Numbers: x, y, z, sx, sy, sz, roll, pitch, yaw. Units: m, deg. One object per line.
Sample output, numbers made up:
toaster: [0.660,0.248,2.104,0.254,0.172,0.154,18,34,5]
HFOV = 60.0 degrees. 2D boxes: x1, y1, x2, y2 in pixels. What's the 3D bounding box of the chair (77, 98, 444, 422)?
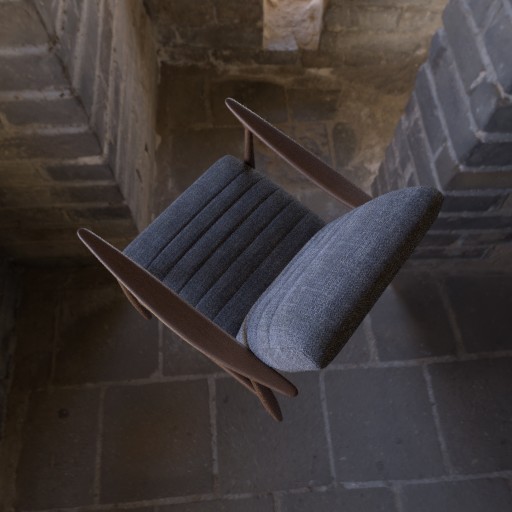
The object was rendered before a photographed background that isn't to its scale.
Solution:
chair: [0.000,0.000,1.463,0.798,0.832,0.741,36,69,16]
